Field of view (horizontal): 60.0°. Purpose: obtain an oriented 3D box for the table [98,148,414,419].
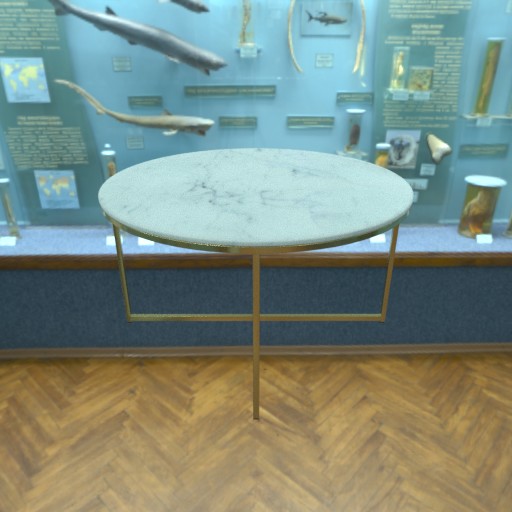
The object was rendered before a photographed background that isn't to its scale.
[{"bbox_3d":[0.000,0.000,1.275,0.800,0.450,0.800,0,26,0],"label":"table"}]
